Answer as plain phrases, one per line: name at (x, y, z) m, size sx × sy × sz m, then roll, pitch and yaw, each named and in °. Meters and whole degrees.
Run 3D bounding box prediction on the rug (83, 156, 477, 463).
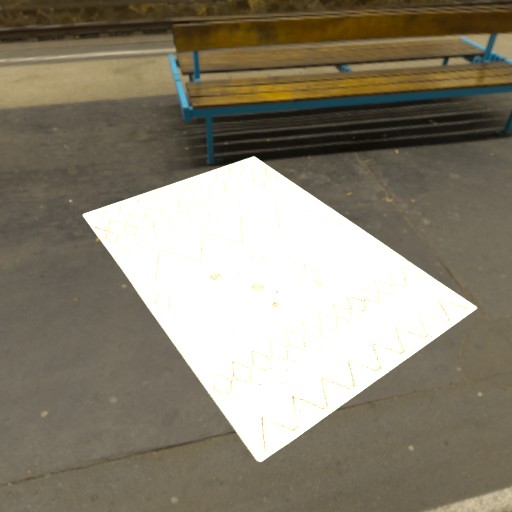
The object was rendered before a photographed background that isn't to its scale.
rug at (0.000, 0.000, 2.364) m, size 1.260 × 0.009 × 1.820 m, roll -25°, pitch 46°, yaw -26°
